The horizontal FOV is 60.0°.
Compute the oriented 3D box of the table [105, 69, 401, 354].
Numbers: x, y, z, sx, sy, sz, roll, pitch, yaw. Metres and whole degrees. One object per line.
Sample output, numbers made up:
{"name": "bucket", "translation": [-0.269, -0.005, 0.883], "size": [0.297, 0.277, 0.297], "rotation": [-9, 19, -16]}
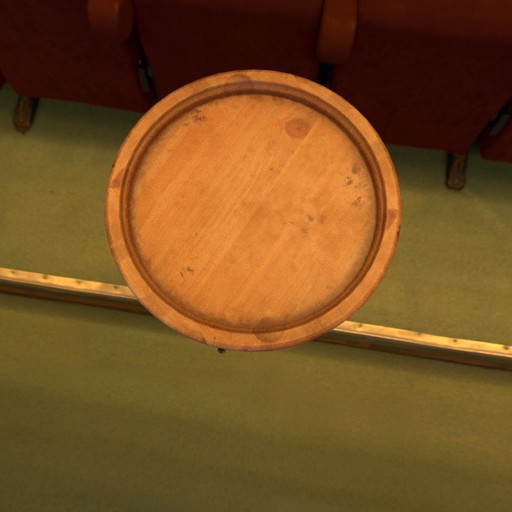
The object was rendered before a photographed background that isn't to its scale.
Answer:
{"name": "table", "translation": [0.000, 0.000, 0.929], "size": [0.418, 0.664, 0.414], "rotation": [8, 77, 2]}
